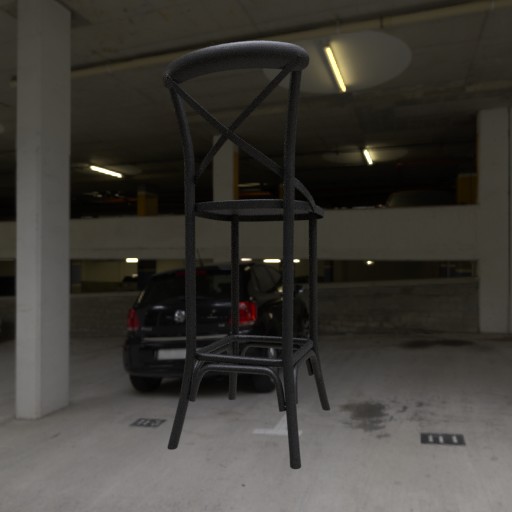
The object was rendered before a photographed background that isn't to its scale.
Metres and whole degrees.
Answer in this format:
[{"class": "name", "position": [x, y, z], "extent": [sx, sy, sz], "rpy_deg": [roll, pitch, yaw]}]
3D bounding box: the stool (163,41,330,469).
[{"class": "stool", "position": [0.000, 0.000, 1.493], "extent": [0.457, 1.168, 0.584], "rpy_deg": [0, 0, 19]}]
